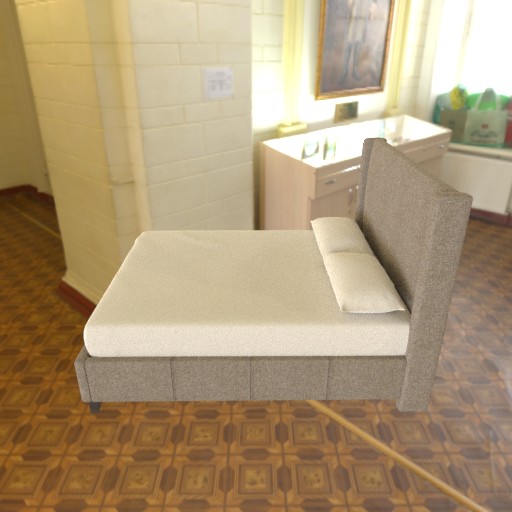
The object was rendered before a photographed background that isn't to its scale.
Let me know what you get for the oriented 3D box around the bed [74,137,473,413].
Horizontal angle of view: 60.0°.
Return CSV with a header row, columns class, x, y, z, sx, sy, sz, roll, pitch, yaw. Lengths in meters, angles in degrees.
class,x,y,z,sx,sy,sz,roll,pitch,yaw
bed,0.000,0.000,3.355,2.245,1.481,1.714,0,25,0
